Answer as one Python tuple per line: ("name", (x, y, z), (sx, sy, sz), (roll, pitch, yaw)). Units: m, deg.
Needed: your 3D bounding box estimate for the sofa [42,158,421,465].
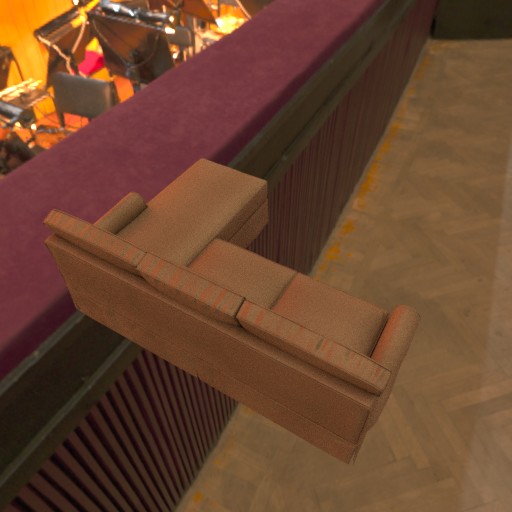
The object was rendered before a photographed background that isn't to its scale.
("sofa", (0.000, 0.000, 3.340), (2.475, 0.978, 1.733), (23, 51, 21))
